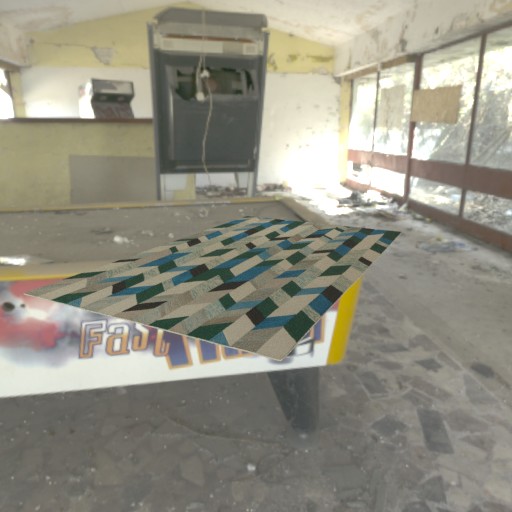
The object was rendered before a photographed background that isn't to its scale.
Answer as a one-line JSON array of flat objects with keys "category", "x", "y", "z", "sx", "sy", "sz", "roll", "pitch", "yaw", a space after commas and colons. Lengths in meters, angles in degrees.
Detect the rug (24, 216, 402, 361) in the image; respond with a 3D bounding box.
[{"category": "rug", "x": 0.000, "y": 0.000, "z": 3.042, "sx": 1.507, "sy": 0.007, "sz": 2.433, "roll": 8, "pitch": 18, "yaw": 27}]
